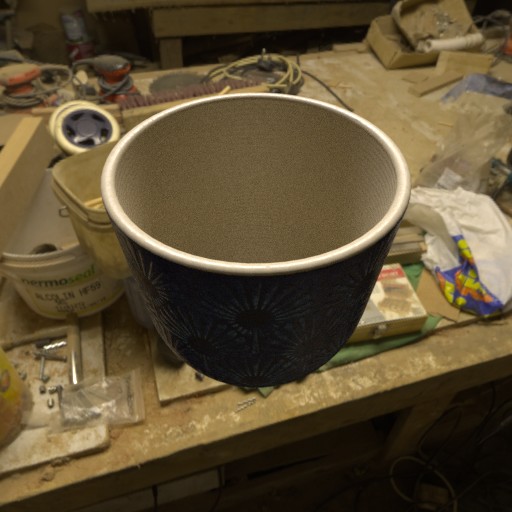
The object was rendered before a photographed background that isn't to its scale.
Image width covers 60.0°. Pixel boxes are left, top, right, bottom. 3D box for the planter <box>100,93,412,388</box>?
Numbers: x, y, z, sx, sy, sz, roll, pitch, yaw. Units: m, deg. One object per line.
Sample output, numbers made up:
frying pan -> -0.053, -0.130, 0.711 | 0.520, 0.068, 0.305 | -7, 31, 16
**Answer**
planter -> 0.000, 0.000, 0.302 | 0.170, 0.153, 0.170 | 0, 46, 0
